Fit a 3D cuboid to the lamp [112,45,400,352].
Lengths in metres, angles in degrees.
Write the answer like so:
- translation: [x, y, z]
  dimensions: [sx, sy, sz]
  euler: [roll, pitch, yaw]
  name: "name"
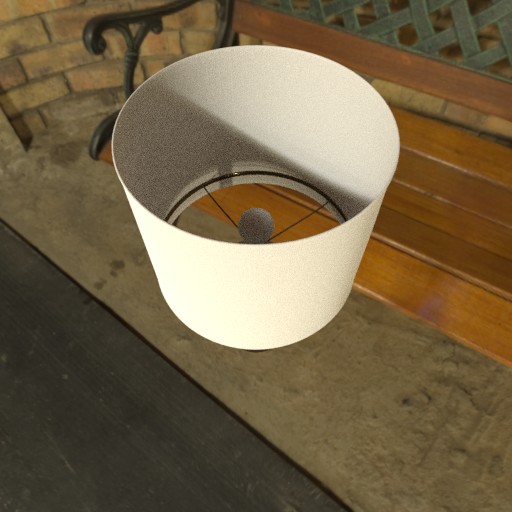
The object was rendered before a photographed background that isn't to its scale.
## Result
- translation: [0.000, 0.000, 0.516]
  dimensions: [0.229, 0.380, 0.229]
  euler: [0, 57, 0]
  name: "lamp"
